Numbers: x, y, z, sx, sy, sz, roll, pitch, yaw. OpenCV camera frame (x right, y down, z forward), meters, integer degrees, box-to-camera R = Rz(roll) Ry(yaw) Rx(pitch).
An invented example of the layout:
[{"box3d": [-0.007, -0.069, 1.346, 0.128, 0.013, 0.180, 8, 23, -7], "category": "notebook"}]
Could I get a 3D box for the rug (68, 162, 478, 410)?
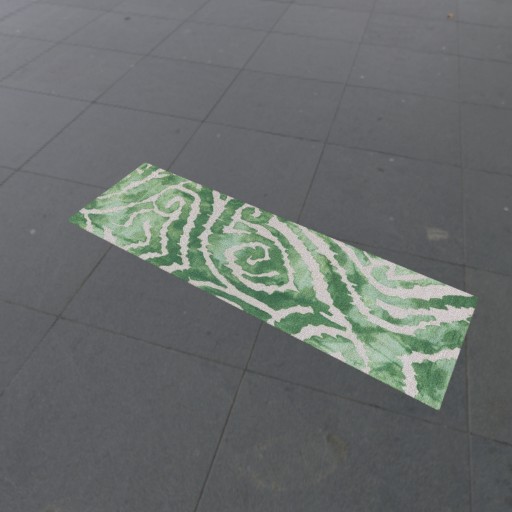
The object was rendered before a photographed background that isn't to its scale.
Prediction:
[{"box3d": [0.000, 0.000, 2.682, 2.438, 0.006, 0.761, 24, 51, 21], "category": "rug"}]
